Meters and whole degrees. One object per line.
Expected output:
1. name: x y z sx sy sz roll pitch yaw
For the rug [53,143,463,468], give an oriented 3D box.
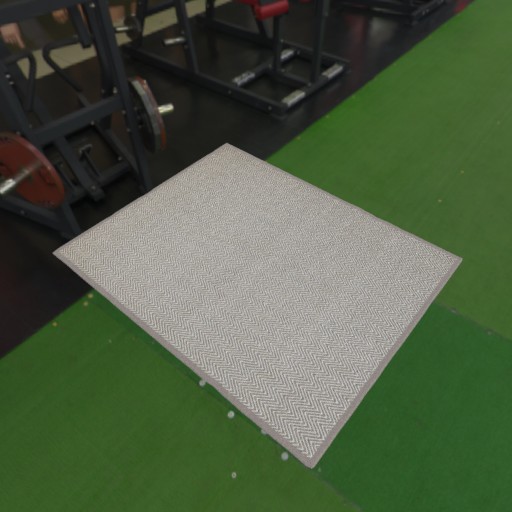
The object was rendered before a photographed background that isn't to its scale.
1. rug: 0.000 0.000 4.169 3.007 0.032 2.434 32 55 26
